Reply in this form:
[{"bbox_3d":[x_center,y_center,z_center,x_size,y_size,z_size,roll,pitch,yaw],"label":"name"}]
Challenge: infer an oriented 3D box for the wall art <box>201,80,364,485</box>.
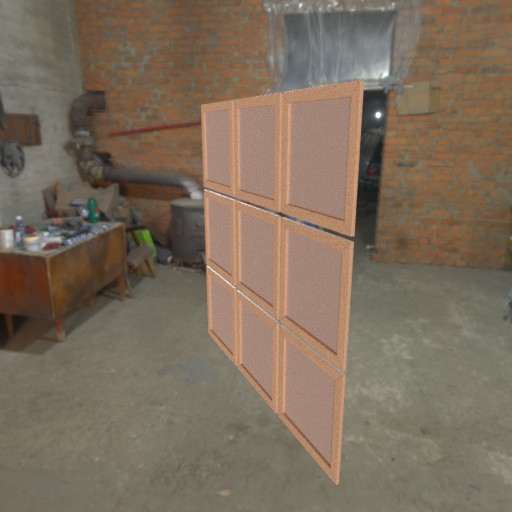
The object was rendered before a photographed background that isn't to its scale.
[{"bbox_3d":[0.000,0.000,2.222,0.014,1.507,1.519,-7,17,-24],"label":"wall art"}]
